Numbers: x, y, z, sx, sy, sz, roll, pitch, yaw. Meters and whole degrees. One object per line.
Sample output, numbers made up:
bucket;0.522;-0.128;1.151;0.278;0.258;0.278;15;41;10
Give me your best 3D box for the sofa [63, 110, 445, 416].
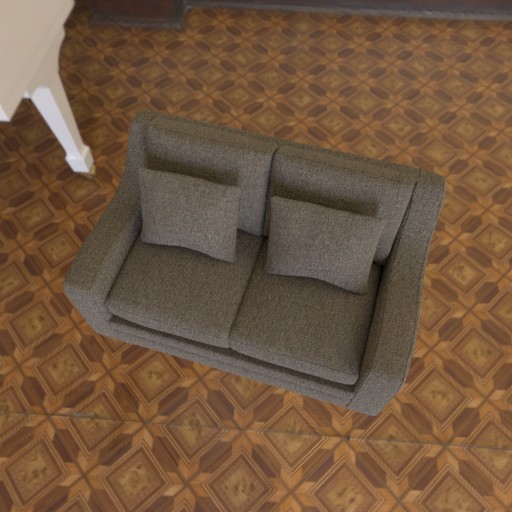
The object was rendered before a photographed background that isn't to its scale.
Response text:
sofa;0.000;0.000;2.458;1.778;0.991;1.120;15;60;9
